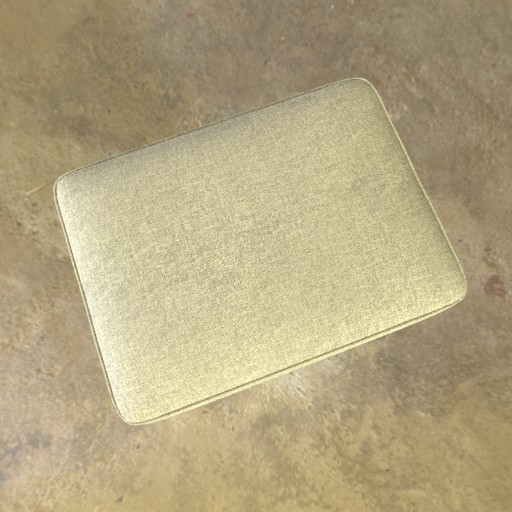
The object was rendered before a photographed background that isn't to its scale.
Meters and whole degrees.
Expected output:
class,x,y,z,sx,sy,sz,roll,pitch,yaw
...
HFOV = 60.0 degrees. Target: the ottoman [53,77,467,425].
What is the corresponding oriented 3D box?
class,x,y,z,sx,sy,sz,roll,pitch,yaw
ottoman,0.000,0.000,1.294,0.889,0.561,0.661,-20,78,-4
